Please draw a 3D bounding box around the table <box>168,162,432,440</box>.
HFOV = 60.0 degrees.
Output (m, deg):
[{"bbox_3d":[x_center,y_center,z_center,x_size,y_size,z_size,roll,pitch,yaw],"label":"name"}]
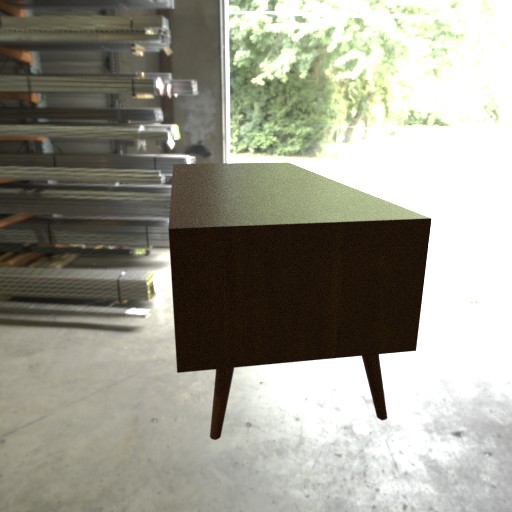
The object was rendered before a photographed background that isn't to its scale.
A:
[{"bbox_3d":[0.000,0.000,1.378,0.490,0.464,1.119,-3,17,-9],"label":"table"}]
